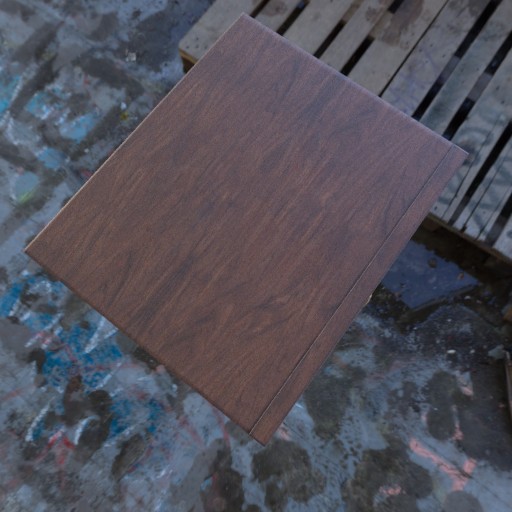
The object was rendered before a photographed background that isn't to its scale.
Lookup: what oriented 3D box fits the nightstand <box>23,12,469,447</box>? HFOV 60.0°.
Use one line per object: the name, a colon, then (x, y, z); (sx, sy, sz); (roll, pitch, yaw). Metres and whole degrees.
nightstand: (0.000, 0.000, 0.946); (0.445, 0.607, 0.521); (36, 78, 9)
